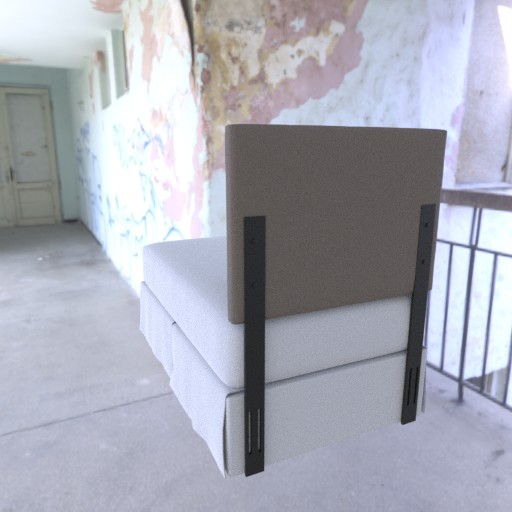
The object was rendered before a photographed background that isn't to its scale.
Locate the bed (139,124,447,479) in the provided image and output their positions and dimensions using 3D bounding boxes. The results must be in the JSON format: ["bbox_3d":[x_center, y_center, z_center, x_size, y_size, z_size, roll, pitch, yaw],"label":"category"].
[{"bbox_3d":[0.000,0.000,2.944,1.261,1.571,1.997,-6,15,-24],"label":"bed"}]
